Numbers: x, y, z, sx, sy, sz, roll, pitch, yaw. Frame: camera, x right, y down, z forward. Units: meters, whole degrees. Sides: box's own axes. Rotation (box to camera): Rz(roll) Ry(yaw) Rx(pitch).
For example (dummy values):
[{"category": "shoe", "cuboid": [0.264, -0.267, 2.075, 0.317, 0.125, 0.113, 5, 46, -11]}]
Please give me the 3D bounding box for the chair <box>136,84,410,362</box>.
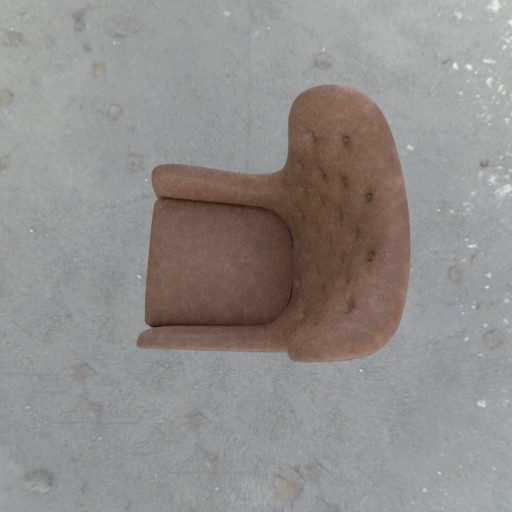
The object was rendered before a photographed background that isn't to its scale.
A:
[{"category": "chair", "cuboid": [0.000, 0.000, 1.760, 0.930, 1.079, 0.831, 1, 76, 0]}]
